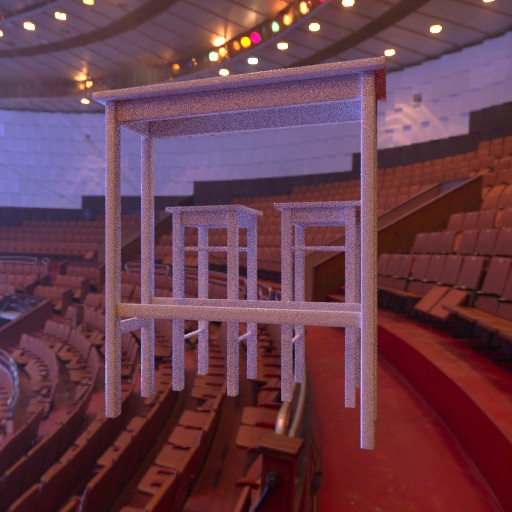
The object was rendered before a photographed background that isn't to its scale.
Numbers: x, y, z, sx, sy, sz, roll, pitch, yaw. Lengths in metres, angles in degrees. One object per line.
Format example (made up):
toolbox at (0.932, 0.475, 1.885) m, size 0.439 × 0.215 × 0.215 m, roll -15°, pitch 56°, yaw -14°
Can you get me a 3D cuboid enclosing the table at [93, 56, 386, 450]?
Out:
table at (0.000, 0.000, 1.623) m, size 0.915 × 1.065 × 0.650 m, roll 0°, pitch 0°, yaw 17°
